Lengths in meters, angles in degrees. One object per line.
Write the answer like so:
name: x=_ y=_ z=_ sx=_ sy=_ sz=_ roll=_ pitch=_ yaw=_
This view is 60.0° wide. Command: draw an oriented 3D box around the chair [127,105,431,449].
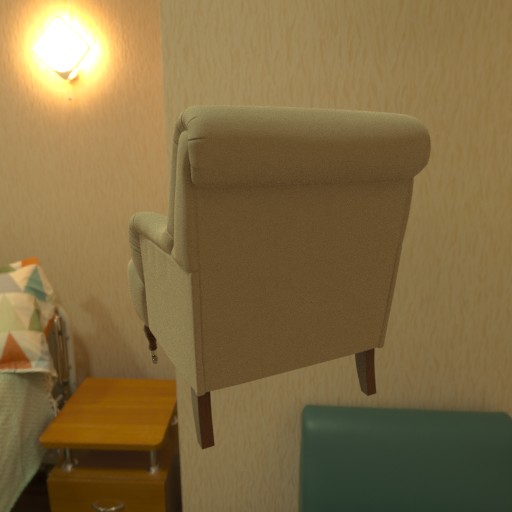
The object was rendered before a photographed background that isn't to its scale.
chair: x=0.000 y=0.000 z=1.556 sx=0.766 sy=0.942 sz=0.842 roll=-7 pitch=15 yaw=-27
